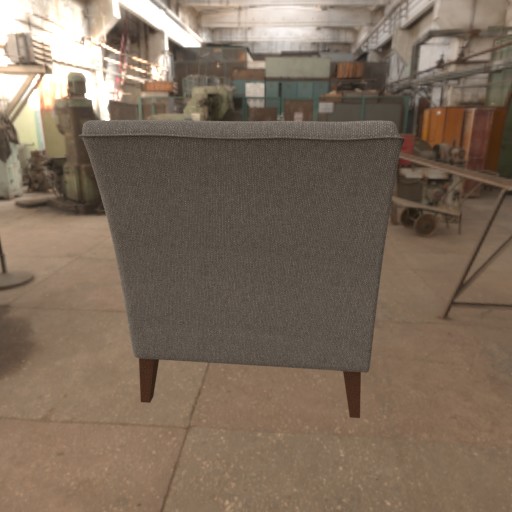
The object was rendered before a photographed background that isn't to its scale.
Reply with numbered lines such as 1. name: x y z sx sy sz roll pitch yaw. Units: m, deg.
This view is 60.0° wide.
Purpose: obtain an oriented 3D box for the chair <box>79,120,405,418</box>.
1. chair: 0.000 0.000 1.567 0.780 0.919 0.899 2 17 6
